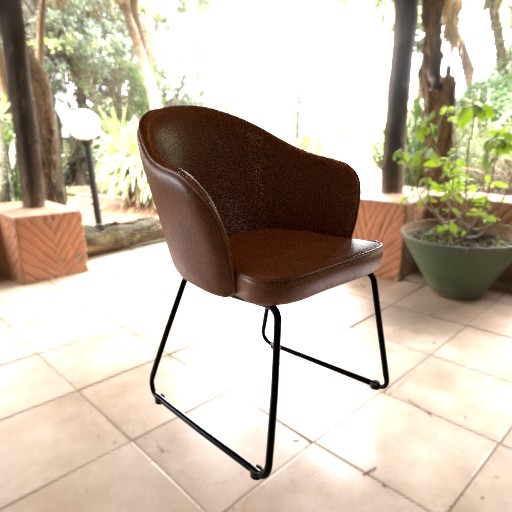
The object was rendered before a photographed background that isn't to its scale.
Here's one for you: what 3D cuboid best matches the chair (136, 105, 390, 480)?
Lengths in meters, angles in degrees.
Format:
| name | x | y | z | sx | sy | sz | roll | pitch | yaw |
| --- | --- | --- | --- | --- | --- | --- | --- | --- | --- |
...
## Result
| name | x | y | z | sx | sy | sz | roll | pitch | yaw |
| --- | --- | --- | --- | --- | --- | --- | --- | --- | --- |
| chair | 0.000 | 0.000 | 1.179 | 0.580 | 0.785 | 0.582 | 15 | 21 | 43 |
